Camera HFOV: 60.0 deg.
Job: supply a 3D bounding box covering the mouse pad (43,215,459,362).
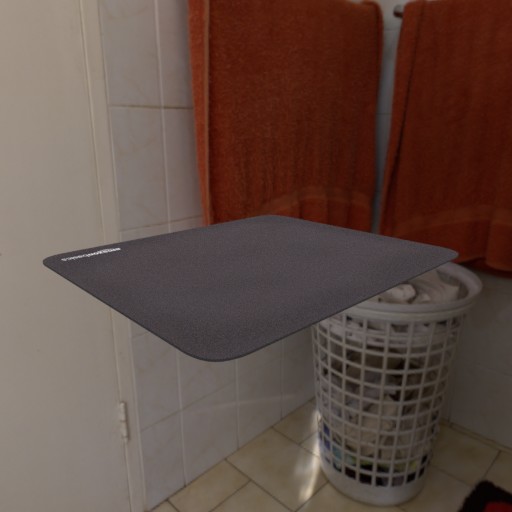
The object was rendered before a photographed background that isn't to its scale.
[{"bbox_3d":[0.000,0.000,0.424,0.315,0.002,0.269,-15,22,-41],"label":"mouse pad"}]
